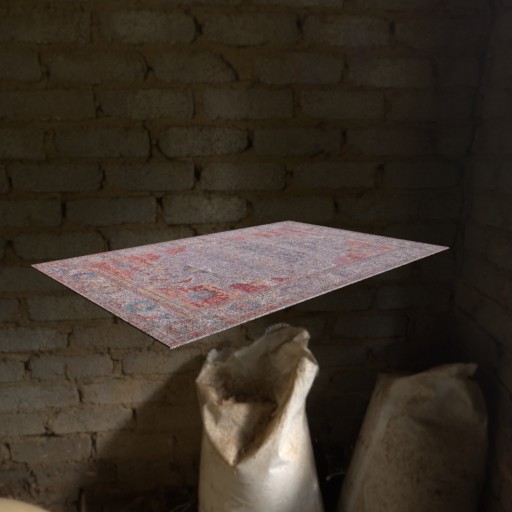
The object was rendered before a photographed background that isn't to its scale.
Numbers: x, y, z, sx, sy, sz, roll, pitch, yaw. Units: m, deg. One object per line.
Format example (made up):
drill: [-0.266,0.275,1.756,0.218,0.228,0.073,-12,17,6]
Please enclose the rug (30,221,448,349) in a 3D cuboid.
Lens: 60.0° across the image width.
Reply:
rug: [0.000,0.000,2.302,1.829,0.005,1.219,-13,19,-42]
